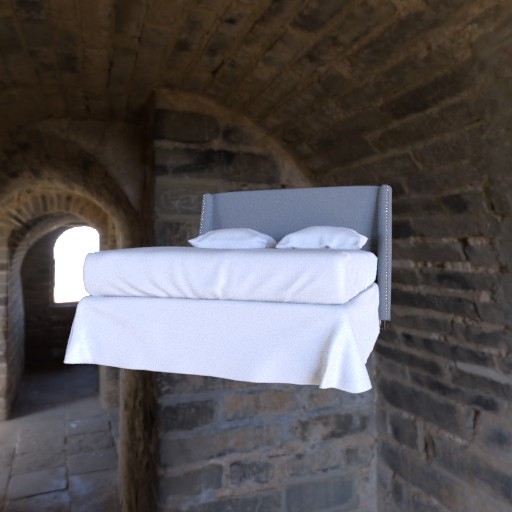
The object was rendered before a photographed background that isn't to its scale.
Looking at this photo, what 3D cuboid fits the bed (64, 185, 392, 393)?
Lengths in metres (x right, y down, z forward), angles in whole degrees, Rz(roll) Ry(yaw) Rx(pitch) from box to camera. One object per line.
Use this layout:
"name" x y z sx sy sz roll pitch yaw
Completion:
"bed" 0.000 0.000 3.445 1.925 1.332 2.276 0 0 20
